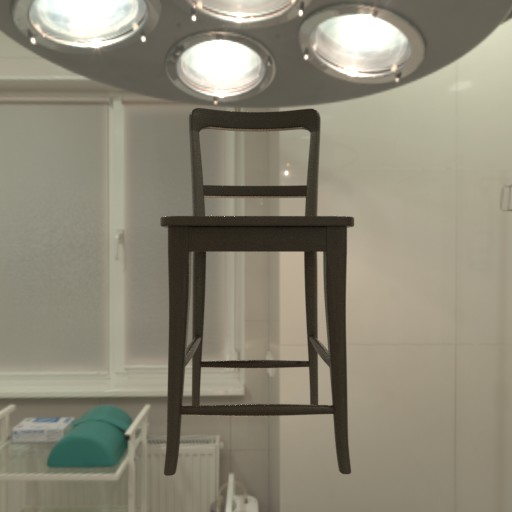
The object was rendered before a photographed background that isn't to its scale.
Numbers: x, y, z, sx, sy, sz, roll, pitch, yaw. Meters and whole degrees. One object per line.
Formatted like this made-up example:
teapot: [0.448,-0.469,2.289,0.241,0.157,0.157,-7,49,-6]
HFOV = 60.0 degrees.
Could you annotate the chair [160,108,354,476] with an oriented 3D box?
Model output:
chair: [0.000,0.000,1.267,0.450,0.991,0.546,0,1,-1]
